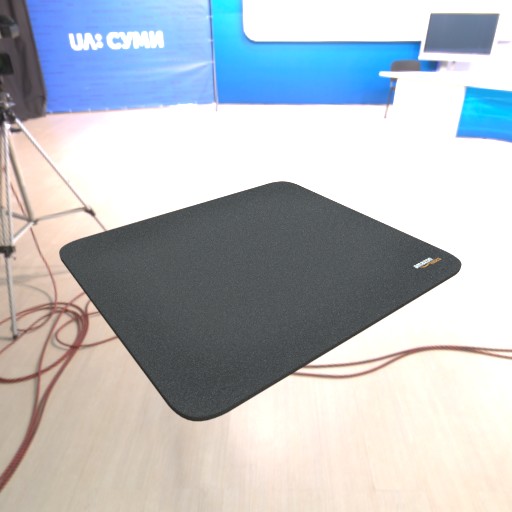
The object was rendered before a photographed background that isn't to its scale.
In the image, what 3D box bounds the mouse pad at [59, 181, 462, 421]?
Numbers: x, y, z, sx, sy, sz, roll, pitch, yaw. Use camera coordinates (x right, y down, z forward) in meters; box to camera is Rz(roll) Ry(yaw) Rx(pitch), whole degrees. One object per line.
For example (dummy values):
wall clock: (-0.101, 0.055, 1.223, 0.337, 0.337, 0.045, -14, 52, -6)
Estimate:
mouse pad: (0.000, 0.000, 0.323, 0.229, 0.003, 0.203, -22, 37, -31)
